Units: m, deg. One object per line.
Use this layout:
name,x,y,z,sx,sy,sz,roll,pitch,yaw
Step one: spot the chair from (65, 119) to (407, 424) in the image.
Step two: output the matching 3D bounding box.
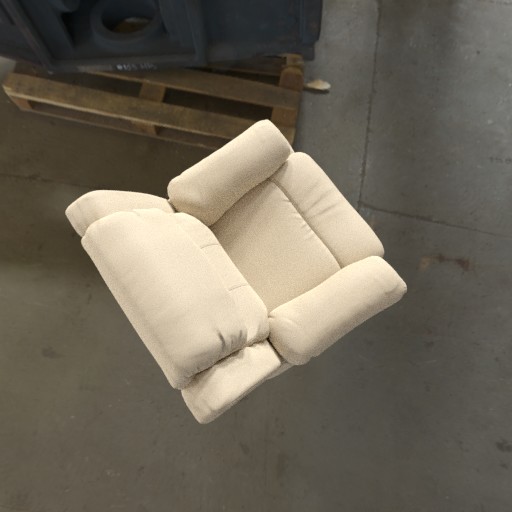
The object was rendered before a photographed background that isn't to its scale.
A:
chair,0.000,0.000,1.286,0.709,0.702,0.680,-35,77,-9
